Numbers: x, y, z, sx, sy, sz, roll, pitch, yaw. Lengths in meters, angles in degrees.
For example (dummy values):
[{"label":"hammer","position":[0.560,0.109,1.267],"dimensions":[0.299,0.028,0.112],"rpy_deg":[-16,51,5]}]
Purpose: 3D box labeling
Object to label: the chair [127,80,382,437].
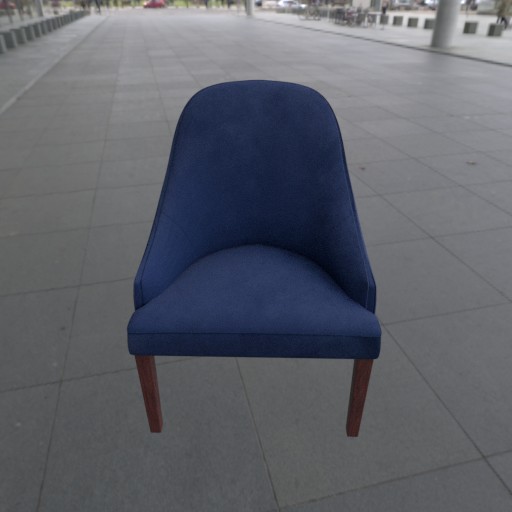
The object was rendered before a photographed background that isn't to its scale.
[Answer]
[{"label":"chair","position":[0.000,0.000,1.296],"dimensions":[0.643,0.889,0.575],"rpy_deg":[1,30,1]}]
